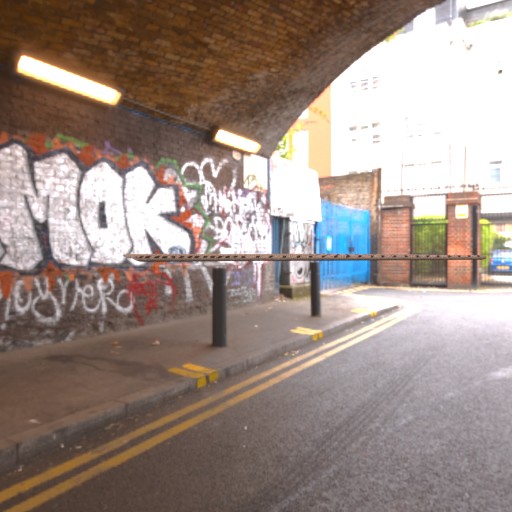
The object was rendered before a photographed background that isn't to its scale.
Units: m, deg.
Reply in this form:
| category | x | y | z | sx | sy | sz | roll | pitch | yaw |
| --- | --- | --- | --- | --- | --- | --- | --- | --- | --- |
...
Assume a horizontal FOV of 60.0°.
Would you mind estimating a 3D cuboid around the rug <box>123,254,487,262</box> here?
| category | x | y | z | sx | sy | sz | roll | pitch | yaw |
| --- | --- | --- | --- | --- | --- | --- | --- | --- | --- |
| rug | 0.000 | 0.000 | 3.258 | 1.829 | 0.028 | 2.449 | 0 | 0 | -18 |
